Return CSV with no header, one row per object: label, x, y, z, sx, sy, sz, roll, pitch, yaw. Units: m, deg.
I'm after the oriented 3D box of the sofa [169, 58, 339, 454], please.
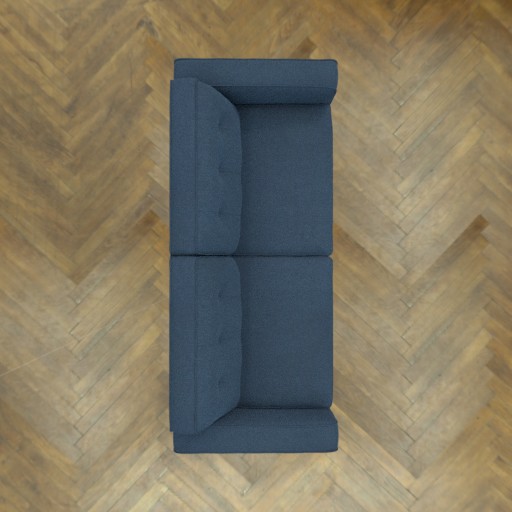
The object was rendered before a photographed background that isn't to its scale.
sofa,0.000,0.000,2.687,0.953,0.782,2.270,0,90,-1
